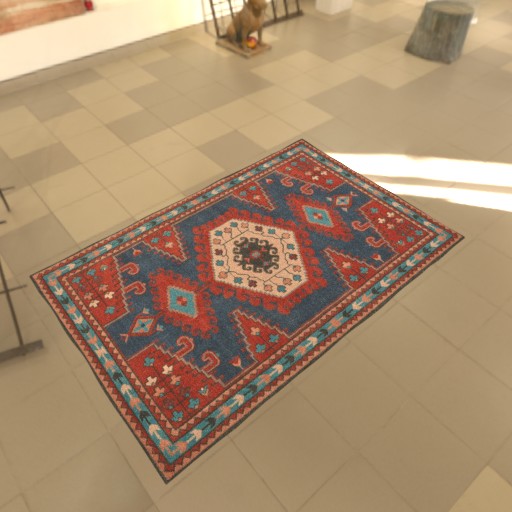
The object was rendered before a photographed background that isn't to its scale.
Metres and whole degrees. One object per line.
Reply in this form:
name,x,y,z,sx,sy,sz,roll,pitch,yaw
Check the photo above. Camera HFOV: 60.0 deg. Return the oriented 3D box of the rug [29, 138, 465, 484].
rug,0.000,0.000,2.197,1.820,0.012,1.207,-32,55,-26
